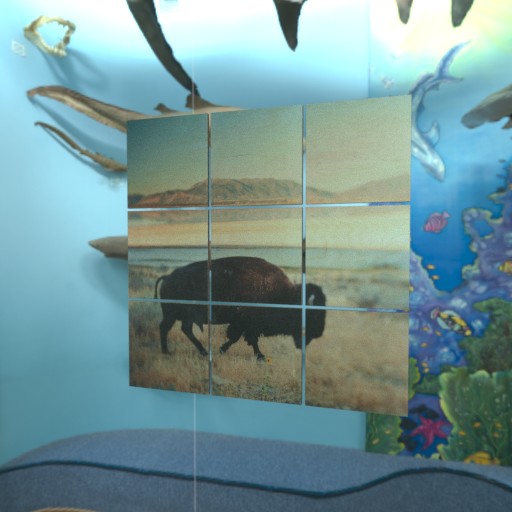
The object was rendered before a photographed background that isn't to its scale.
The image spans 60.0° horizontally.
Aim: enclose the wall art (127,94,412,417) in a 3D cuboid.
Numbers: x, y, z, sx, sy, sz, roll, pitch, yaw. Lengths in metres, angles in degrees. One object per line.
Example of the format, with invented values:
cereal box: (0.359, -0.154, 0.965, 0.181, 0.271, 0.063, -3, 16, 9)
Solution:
wall art: (0.000, 0.000, 1.383, 0.906, 0.904, 0.018, 1, 2, 17)
